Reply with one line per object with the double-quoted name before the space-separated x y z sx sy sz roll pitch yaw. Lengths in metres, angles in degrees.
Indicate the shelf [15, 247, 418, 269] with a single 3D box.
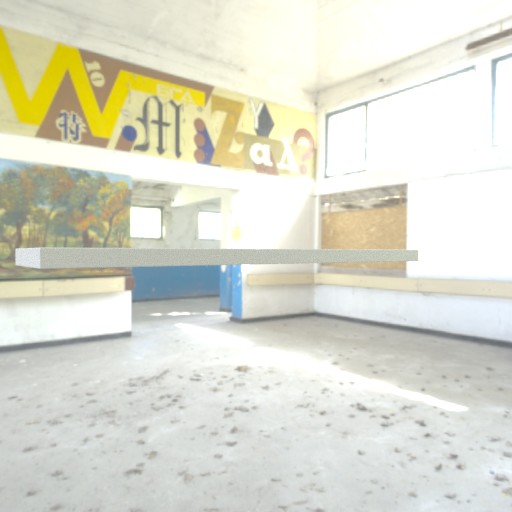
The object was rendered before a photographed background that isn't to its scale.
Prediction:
"shelf" 0.000 0.000 0.653 0.610 0.020 0.140 0 1 -37
